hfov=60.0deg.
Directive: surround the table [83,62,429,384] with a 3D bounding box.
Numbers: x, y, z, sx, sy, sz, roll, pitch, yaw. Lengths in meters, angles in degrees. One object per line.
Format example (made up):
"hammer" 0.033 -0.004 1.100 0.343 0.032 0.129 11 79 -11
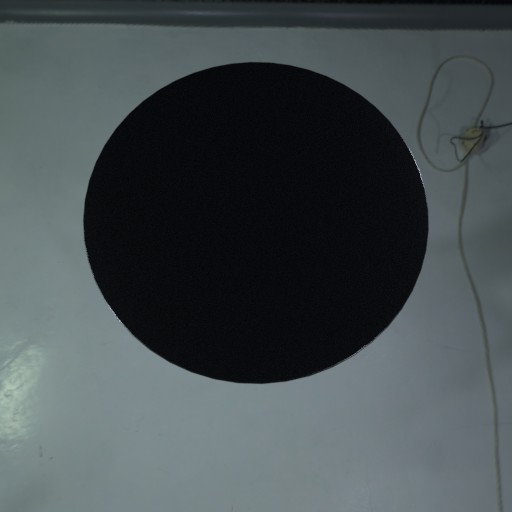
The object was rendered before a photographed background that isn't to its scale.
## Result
"table" 0.000 0.000 1.063 0.597 0.618 0.597 0 73 0
